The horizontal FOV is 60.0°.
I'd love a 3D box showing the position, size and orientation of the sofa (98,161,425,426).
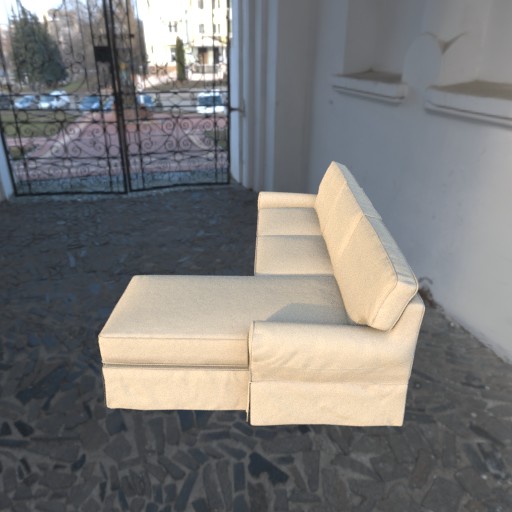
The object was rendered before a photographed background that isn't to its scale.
[{"bbox_3d":[0.000,0.000,3.387,1.733,0.978,2.475,1,25,1],"label":"sofa"}]
